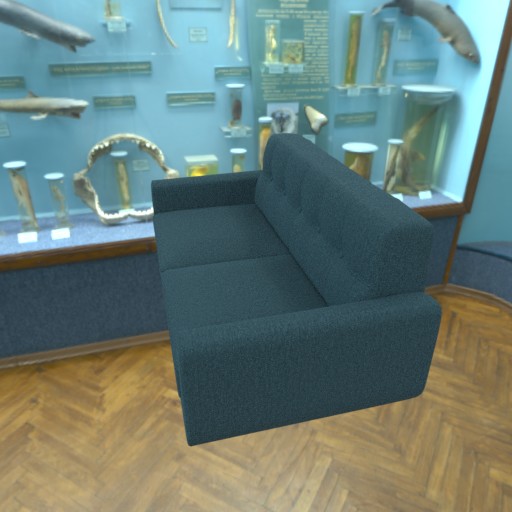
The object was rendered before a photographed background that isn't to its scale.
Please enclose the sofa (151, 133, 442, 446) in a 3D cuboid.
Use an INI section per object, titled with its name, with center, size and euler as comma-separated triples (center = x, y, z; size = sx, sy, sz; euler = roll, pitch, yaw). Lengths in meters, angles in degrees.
[sofa]
center = 0.000, 0.000, 2.205
size = 0.942, 0.896, 1.651
euler = -7, 29, -13
